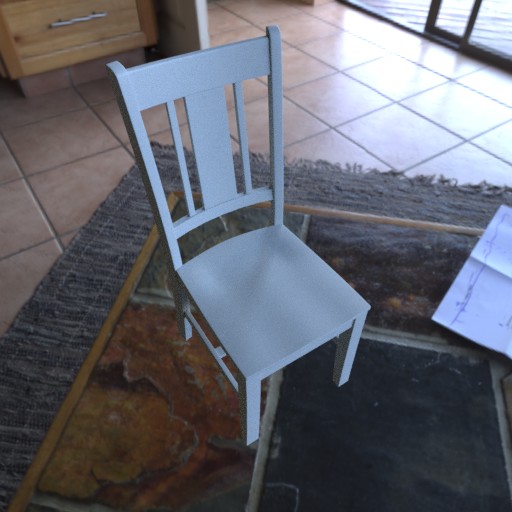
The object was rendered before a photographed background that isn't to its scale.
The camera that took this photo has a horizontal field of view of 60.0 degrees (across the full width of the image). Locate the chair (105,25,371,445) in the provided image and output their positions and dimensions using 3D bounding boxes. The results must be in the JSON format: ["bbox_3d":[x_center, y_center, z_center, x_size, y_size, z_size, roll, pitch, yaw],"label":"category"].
[{"bbox_3d":[0.000,0.000,1.250,0.450,0.998,0.555,-25,51,-22],"label":"chair"}]
